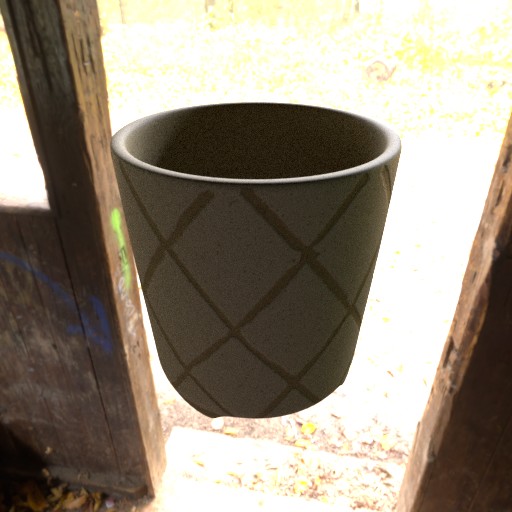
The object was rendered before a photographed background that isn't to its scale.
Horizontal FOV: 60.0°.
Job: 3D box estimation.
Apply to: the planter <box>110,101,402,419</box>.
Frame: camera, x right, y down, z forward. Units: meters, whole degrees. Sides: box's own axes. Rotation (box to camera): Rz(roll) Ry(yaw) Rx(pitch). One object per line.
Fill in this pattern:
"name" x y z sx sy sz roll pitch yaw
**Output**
"planter" 0.000 0.000 0.417 0.228 0.235 0.228 0 31 0
